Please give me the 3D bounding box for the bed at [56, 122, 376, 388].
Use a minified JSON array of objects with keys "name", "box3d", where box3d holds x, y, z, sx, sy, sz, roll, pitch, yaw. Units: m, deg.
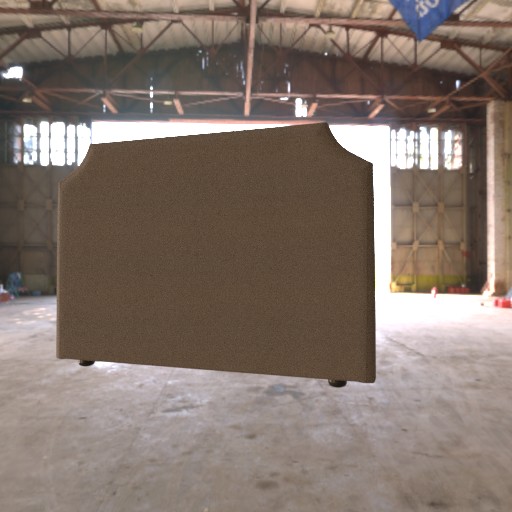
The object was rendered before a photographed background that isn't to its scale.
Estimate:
[{"name":"bed","box3d":[0.000,0.000,3.373,1.828,1.303,2.164,0,0,17]}]
